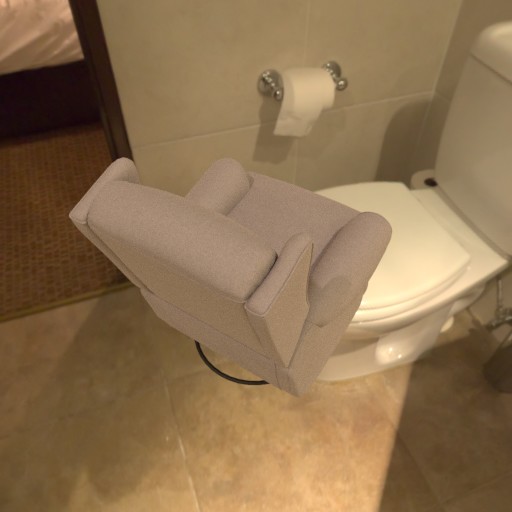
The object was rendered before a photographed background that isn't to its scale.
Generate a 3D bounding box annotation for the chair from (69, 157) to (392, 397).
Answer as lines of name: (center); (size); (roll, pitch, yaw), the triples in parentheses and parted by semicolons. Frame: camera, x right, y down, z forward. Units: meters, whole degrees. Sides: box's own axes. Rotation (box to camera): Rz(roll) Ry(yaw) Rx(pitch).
chair: (0.000, 0.000, 1.726); (0.847, 1.011, 0.969); (25, 52, 21)
